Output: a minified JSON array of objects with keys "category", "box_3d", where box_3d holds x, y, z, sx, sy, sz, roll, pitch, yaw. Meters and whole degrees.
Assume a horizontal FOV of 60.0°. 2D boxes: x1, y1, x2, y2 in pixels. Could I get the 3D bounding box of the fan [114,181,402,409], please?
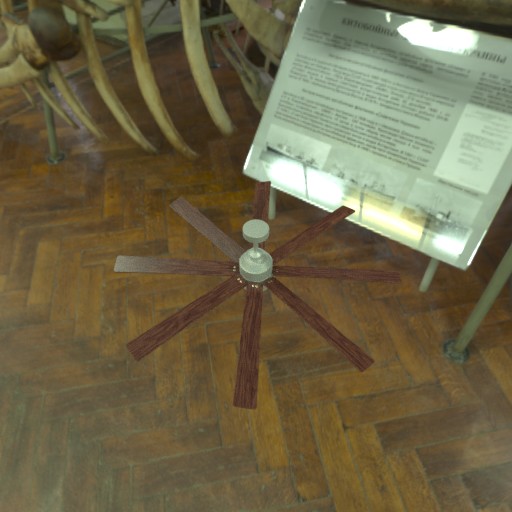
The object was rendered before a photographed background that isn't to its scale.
[{"category":"fan","box_3d":[0.000,0.000,2.745,1.830,0.472,1.830,3,47,2]}]
